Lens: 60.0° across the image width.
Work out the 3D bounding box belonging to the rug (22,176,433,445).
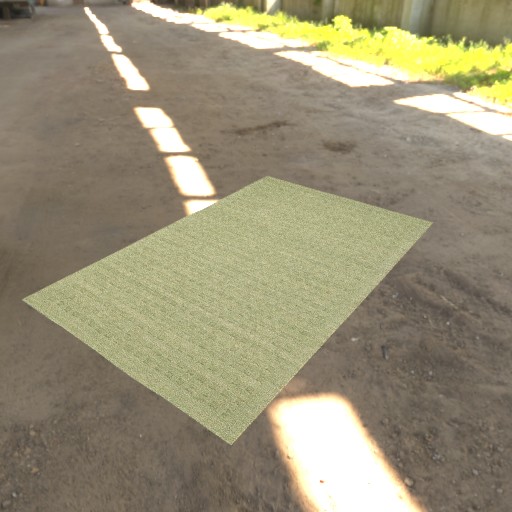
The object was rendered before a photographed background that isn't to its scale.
[{"bbox_3d":[0.000,0.000,2.162,1.143,0.006,1.747,22,38,31],"label":"rug"}]
